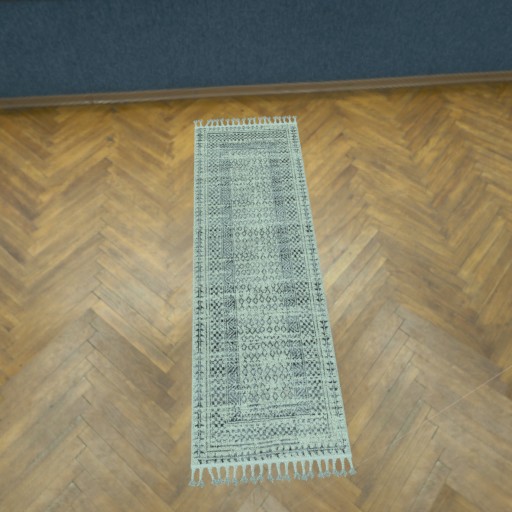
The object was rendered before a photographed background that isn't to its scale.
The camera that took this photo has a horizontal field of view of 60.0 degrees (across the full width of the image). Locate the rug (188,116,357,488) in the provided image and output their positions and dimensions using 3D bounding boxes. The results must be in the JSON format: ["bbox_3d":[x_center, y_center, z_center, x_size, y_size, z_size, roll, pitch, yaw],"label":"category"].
[{"bbox_3d":[0.000,0.000,2.698,0.786,0.013,2.480,-3,58,-2],"label":"rug"}]
